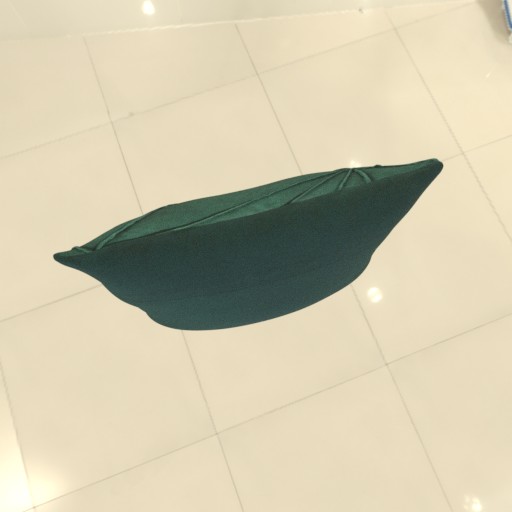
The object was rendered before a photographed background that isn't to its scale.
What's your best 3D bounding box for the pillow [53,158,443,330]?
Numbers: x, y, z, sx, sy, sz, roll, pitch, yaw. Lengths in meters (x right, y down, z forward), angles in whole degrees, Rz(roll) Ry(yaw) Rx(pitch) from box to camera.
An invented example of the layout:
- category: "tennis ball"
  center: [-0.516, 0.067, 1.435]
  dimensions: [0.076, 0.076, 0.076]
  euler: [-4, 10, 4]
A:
- category: "pillow"
  center: [0.000, 0.000, 0.678]
  dimensions: [0.439, 0.440, 0.184]
  euler: [-14, 76, -3]
